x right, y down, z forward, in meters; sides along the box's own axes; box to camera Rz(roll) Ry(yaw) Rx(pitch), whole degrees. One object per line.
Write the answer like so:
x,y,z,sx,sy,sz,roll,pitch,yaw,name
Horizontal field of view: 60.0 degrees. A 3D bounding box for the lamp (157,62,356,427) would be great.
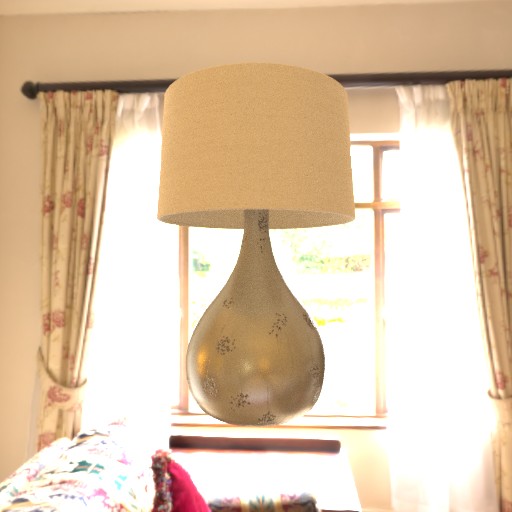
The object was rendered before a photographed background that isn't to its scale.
0.000,0.000,0.751,0.330,0.521,0.330,0,-1,0,lamp
